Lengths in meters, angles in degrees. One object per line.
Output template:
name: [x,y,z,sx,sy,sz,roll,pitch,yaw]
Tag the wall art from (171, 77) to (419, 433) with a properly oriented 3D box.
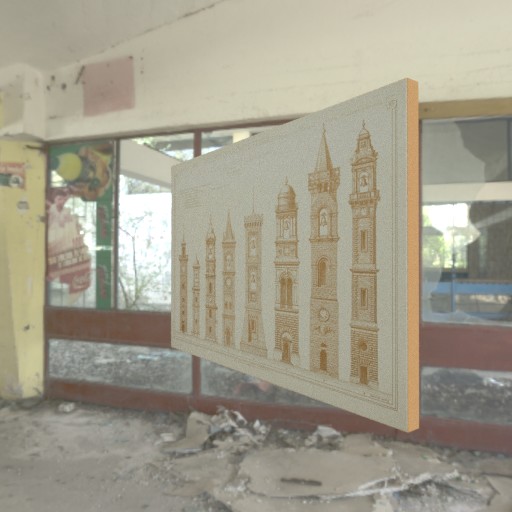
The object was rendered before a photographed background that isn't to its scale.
wall art: [0.000,0.000,1.136,0.033,0.608,0.915,0,0,-37]
